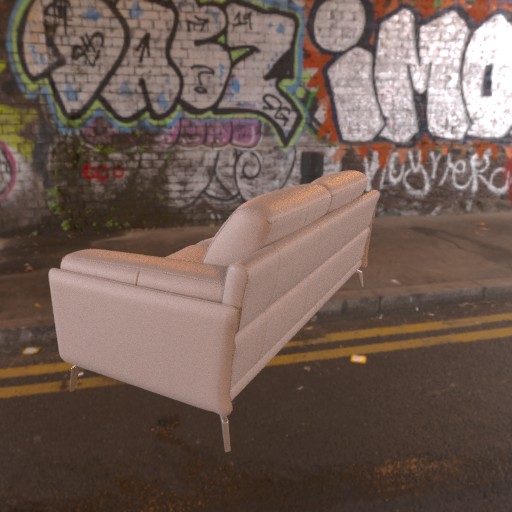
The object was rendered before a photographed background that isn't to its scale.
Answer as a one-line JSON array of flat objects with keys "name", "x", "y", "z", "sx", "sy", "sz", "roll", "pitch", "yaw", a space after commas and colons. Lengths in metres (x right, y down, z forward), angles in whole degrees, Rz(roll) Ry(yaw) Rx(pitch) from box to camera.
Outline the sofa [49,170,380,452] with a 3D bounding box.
[{"name": "sofa", "x": 0.000, "y": 0.000, "z": 2.585, "sx": 1.049, "sy": 0.930, "sz": 2.101, "roll": 8, "pitch": 18, "yaw": 26}]
